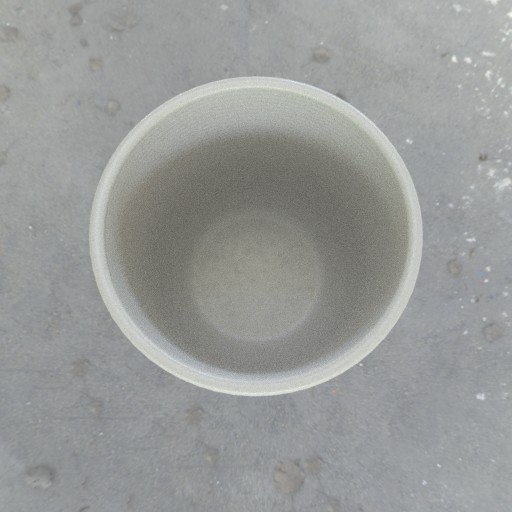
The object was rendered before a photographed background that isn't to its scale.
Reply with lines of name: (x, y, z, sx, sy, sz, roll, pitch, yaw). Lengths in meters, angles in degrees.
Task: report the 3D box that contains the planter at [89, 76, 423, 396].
planter: (0.000, 0.000, 0.216, 0.124, 0.109, 0.124, 0, 76, 0)
